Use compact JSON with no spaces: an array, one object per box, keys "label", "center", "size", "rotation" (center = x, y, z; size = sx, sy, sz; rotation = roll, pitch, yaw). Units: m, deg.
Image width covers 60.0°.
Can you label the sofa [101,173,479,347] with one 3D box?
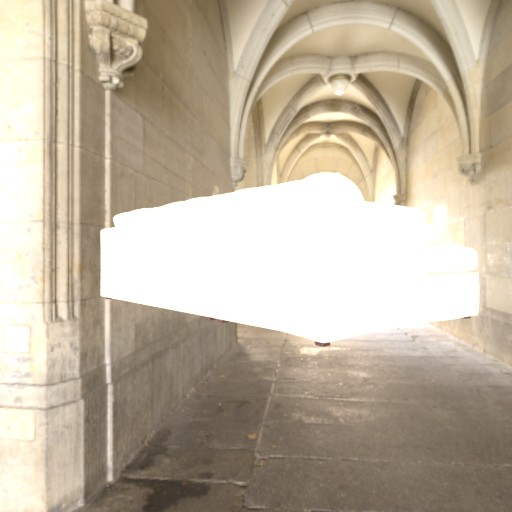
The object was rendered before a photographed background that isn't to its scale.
[{"label":"sofa","center":[0.000,0.000,3.901],"size":[1.650,0.922,3.205],"rotation":[0,0,-38]}]
